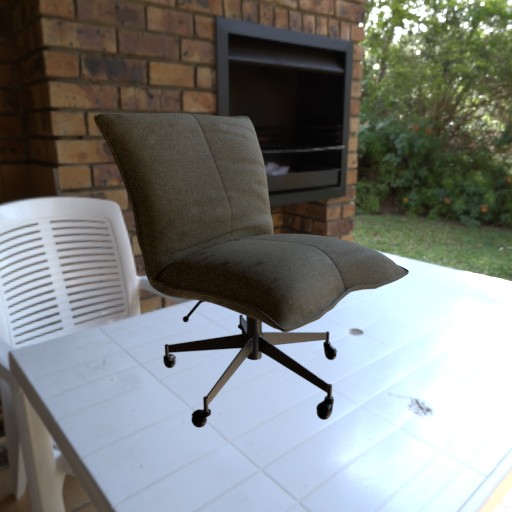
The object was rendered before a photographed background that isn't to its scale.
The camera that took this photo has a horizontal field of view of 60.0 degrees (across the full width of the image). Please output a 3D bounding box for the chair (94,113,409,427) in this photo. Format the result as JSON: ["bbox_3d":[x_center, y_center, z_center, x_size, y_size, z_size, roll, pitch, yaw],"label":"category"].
[{"bbox_3d":[0.000,0.000,1.292,0.696,0.811,0.597,15,21,43],"label":"chair"}]
